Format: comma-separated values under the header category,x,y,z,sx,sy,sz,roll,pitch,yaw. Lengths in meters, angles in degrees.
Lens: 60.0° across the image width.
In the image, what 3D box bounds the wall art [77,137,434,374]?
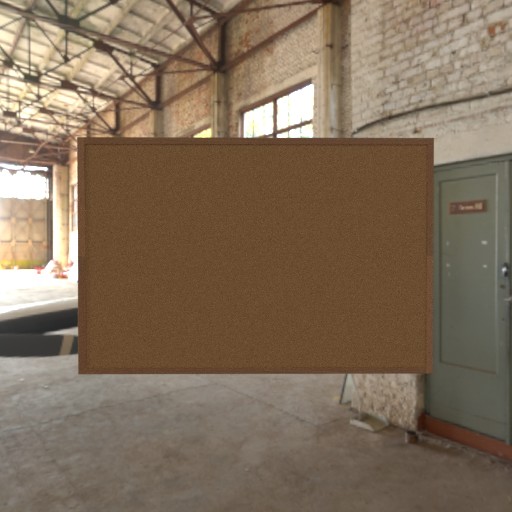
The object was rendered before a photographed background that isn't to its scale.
category,x,y,z,sx,sy,sz,roll,pitch,yaw
wall art,0.000,0.000,0.780,0.613,0.407,0.035,0,1,0
